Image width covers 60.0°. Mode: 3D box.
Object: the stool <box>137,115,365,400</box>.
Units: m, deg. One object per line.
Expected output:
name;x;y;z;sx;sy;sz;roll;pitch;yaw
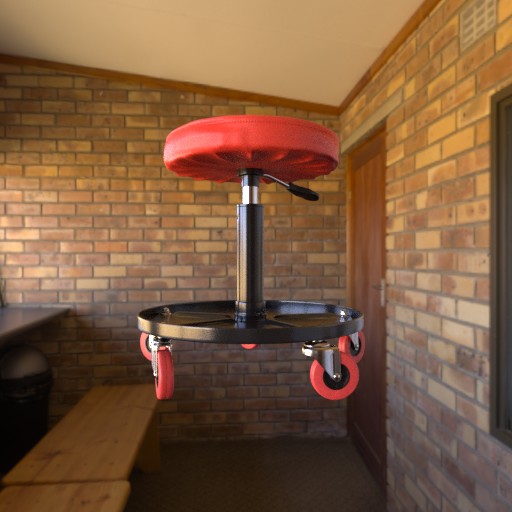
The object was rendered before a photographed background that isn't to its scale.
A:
stool;0.000;0.000;0.702;0.382;0.365;0.381;0;0;-37
